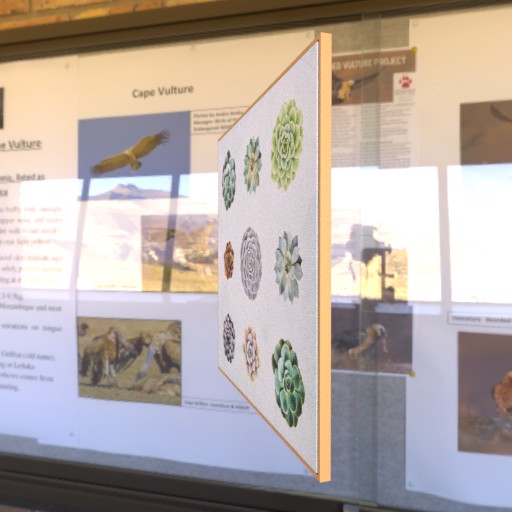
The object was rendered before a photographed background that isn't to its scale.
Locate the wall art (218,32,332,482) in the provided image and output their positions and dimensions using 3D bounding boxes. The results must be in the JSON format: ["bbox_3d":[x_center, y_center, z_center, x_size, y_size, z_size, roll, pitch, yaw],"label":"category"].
[{"bbox_3d":[0.000,0.000,0.666,0.013,0.455,0.457,0,1,-18],"label":"wall art"}]
